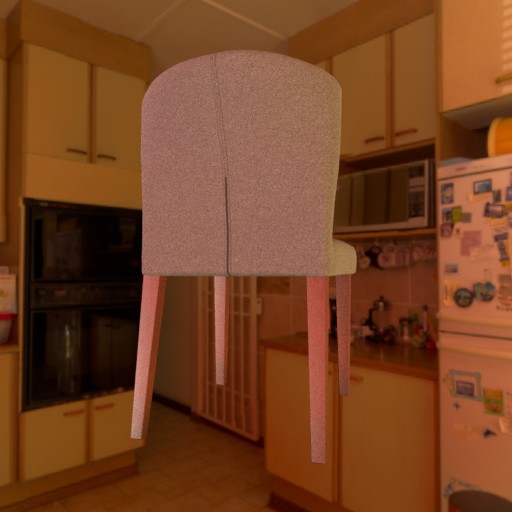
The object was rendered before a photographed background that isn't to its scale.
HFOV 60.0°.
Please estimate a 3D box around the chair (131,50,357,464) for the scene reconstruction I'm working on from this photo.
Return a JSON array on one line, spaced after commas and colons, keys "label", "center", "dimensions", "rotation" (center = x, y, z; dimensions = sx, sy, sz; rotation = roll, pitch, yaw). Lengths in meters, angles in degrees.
[{"label": "chair", "center": [0.000, 0.000, 1.186], "dimensions": [0.491, 0.839, 0.592], "rotation": [-1, -2, 18]}]
